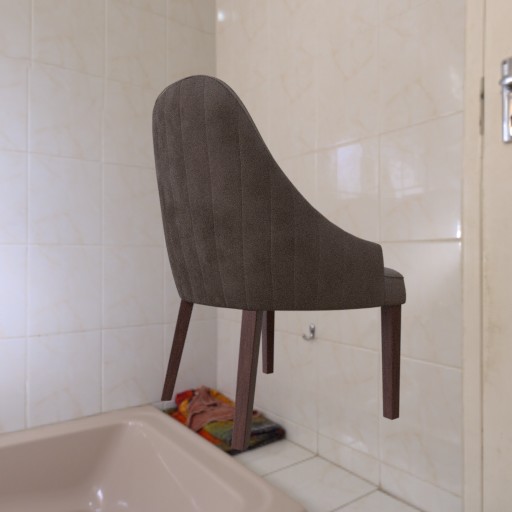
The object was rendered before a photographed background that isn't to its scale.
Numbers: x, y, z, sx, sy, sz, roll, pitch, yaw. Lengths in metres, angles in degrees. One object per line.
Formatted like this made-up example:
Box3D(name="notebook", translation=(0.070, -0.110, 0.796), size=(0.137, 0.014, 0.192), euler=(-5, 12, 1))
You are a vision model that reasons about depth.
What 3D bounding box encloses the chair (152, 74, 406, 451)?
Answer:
Box3D(name="chair", translation=(0.000, 0.000, 1.310), size=(0.575, 0.889, 0.643), euler=(0, 0, -35))
